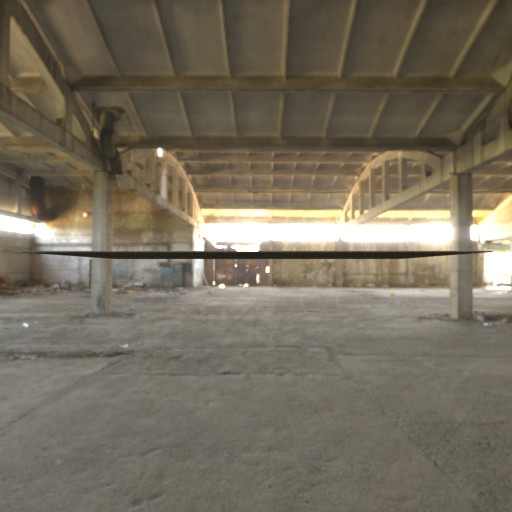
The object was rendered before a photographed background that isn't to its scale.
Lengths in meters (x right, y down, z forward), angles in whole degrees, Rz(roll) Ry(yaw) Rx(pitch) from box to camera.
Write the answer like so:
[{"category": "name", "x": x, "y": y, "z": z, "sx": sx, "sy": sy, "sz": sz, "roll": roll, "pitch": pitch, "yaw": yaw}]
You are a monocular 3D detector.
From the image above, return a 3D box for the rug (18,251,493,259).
[{"category": "rug", "x": 0.000, "y": 0.000, "z": 3.022, "sx": 2.438, "sy": 0.008, "sz": 1.523, "roll": 0, "pitch": -2, "yaw": 1}]
